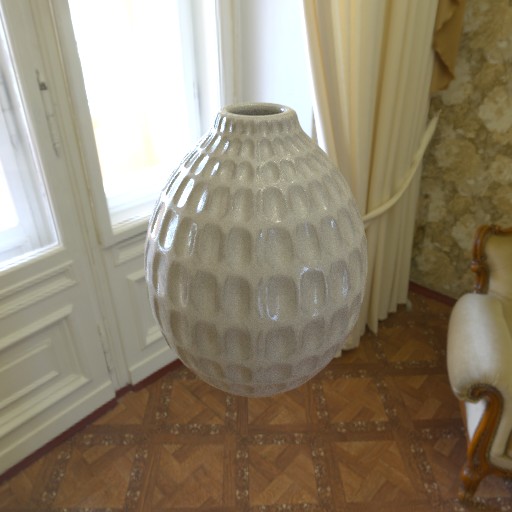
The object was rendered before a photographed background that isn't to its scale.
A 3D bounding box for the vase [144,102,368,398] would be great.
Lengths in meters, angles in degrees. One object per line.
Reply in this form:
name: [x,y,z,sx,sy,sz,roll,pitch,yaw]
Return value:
vase: [0.000,0.000,0.259,0.128,0.167,0.128,0,30,0]
